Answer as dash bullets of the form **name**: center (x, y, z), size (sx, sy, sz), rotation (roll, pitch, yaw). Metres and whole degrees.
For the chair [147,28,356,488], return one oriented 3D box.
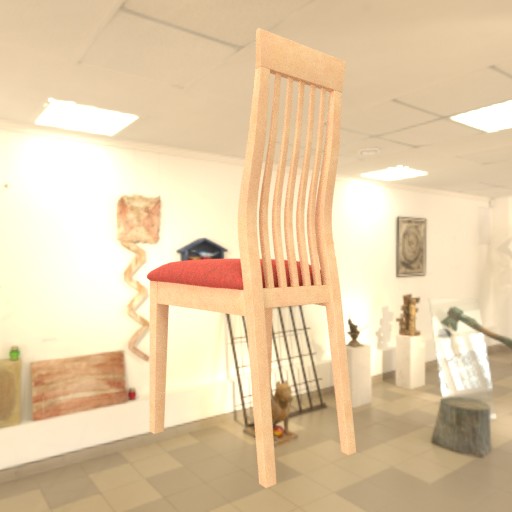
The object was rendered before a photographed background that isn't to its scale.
- **chair**: center (0.000, 0.000, 1.247), size (0.460, 1.027, 0.474), rotation (0, 0, -37)
